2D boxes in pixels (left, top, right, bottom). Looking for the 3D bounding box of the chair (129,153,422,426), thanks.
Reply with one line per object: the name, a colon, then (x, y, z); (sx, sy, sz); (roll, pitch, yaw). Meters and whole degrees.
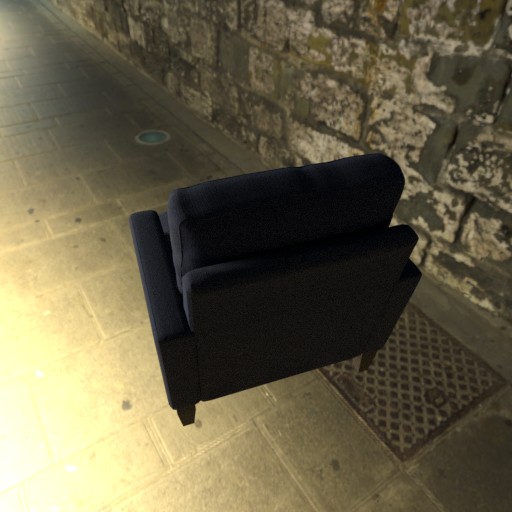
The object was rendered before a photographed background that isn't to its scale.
chair: (0.000, 0.000, 1.674); (0.855, 0.991, 0.897); (-12, 41, -15)
